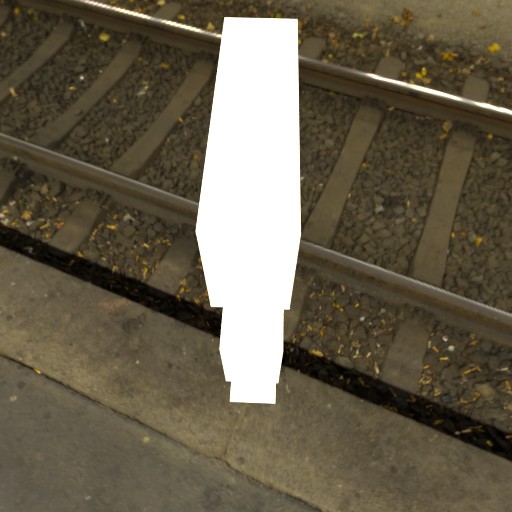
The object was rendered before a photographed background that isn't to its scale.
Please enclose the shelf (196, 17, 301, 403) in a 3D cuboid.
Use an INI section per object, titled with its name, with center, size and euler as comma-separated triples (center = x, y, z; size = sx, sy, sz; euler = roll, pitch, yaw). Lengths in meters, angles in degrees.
[shelf]
center = 0.000, 0.000, 1.982
size = 0.250, 1.650, 0.890
euler = 2, 58, 1
